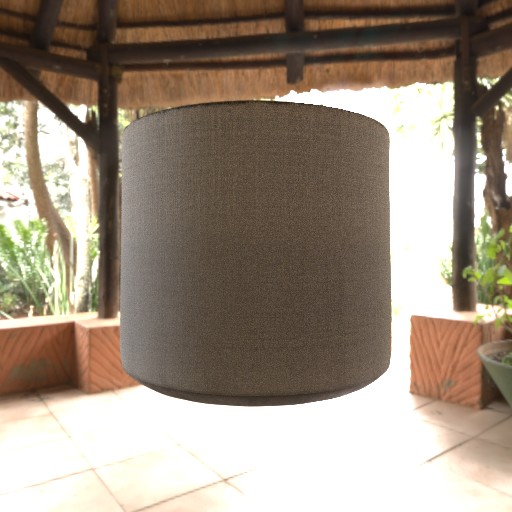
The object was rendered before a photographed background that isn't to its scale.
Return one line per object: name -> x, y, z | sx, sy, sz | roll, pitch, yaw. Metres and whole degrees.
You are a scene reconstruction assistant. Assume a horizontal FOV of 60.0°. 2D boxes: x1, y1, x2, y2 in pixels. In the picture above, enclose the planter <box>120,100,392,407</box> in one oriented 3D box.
planter -> 0.000, 0.000, 0.431 | 0.254, 0.221, 0.254 | 0, 1, 0
